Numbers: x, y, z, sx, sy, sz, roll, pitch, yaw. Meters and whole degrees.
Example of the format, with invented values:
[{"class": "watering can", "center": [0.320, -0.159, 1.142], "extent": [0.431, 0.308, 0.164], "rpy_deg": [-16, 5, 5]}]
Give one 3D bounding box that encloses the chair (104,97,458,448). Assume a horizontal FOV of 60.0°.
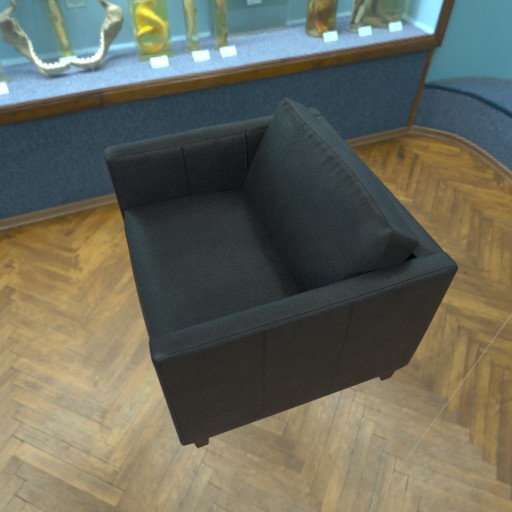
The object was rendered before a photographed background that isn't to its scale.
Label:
[{"class": "chair", "center": [0.000, 0.000, 1.590], "extent": [0.862, 0.811, 0.939], "rpy_deg": [-15, 49, -14]}]
